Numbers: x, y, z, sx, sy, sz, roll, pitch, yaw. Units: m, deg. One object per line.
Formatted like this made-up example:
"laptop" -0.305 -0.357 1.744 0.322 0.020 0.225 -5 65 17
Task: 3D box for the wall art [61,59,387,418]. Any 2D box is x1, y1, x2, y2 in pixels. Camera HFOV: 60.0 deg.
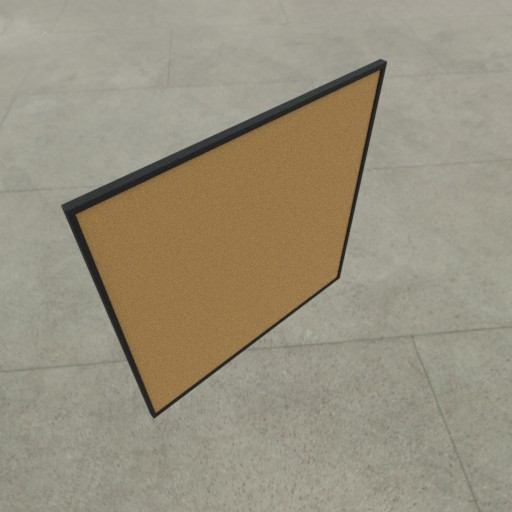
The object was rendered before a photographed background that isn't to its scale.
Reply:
"wall art" 0.000 0.000 0.667 0.458 0.457 0.013 -33 55 -26
